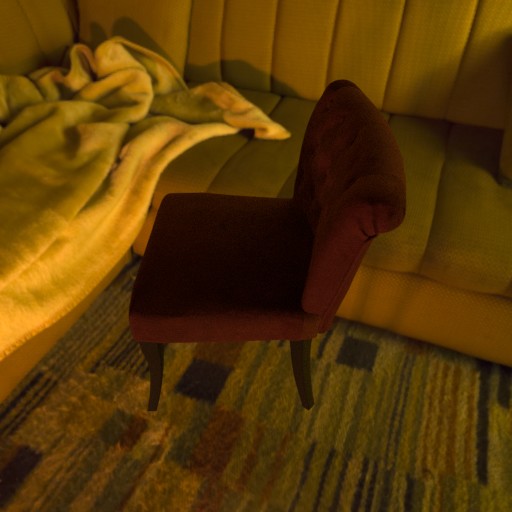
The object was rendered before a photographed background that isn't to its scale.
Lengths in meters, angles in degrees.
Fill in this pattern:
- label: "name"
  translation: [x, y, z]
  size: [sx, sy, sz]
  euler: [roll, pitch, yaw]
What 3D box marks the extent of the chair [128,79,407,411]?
- label: "chair"
  translation: [0.000, 0.000, 1.186]
  size: [0.605, 0.750, 0.582]
  euler: [1, 41, 1]
